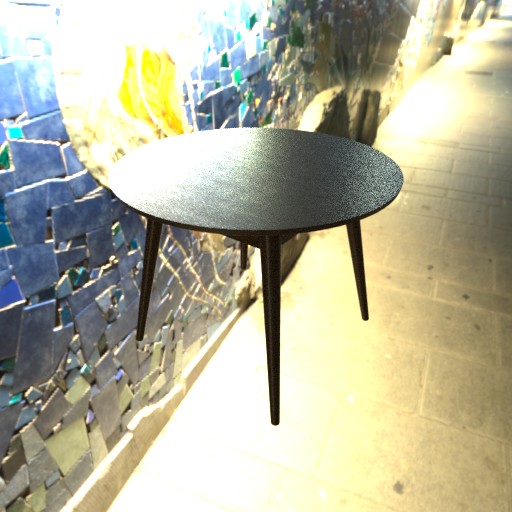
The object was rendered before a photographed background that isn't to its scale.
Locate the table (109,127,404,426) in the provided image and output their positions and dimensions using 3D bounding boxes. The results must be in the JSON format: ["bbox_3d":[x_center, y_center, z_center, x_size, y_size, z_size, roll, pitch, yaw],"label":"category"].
[{"bbox_3d":[0.000,0.000,1.845,1.053,0.786,1.053,0,31,0],"label":"table"}]
